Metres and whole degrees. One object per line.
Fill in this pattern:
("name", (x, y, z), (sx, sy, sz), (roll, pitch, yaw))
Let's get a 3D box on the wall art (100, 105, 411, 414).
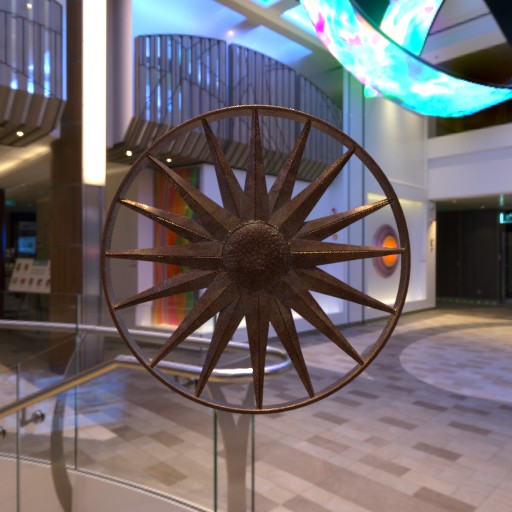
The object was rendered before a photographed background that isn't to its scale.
("wall art", (0.000, 0.000, 0.846), (0.582, 0.583, 0.084), (0, 0, 0))
